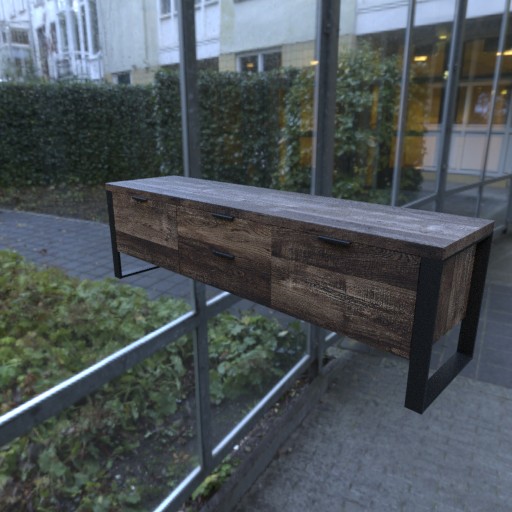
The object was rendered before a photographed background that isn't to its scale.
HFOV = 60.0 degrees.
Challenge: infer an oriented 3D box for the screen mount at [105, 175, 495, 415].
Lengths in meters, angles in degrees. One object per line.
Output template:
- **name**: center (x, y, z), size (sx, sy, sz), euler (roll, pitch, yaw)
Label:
- **screen mount**: center (0.000, 0.000, 1.706), size (1.524, 0.450, 0.395), euler (16, 23, 41)
